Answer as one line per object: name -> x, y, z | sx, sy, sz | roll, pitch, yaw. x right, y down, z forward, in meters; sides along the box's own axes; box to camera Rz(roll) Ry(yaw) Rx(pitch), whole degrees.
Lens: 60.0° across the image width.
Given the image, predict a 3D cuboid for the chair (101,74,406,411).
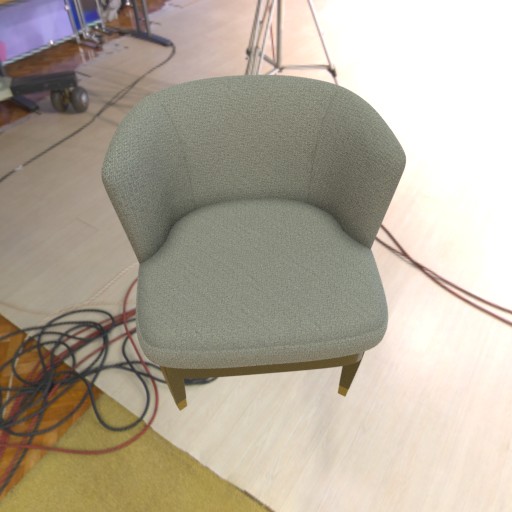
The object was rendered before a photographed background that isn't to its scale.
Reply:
chair -> 0.000, 0.000, 1.260 | 0.700, 0.760, 0.660 | -4, 47, -3
